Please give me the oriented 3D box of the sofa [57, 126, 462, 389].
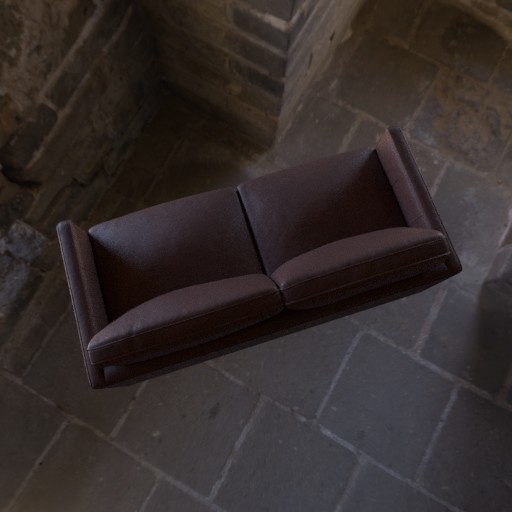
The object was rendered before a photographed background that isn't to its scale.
[{"bbox_3d":[0.000,0.000,2.539,1.971,0.863,0.923,-17,76,-4],"label":"sofa"}]
